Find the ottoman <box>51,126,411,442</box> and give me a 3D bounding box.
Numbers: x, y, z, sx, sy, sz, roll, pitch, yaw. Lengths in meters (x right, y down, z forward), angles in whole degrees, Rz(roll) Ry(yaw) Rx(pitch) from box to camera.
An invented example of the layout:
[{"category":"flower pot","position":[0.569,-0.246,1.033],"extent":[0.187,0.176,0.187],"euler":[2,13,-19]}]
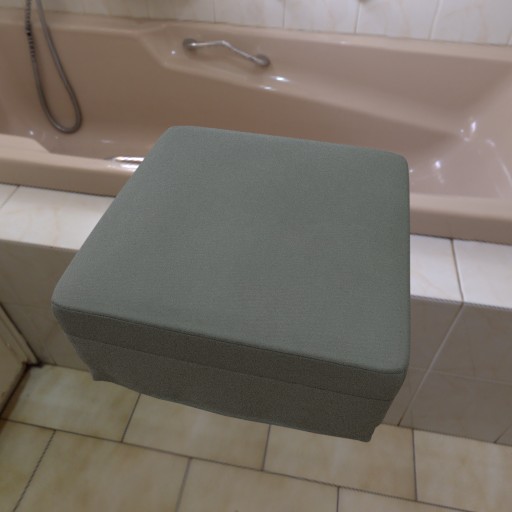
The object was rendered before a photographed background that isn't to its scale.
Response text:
[{"category":"ottoman","position":[0.000,0.000,1.353],"extent":[0.843,0.441,0.842],"euler":[10,47,9]}]
